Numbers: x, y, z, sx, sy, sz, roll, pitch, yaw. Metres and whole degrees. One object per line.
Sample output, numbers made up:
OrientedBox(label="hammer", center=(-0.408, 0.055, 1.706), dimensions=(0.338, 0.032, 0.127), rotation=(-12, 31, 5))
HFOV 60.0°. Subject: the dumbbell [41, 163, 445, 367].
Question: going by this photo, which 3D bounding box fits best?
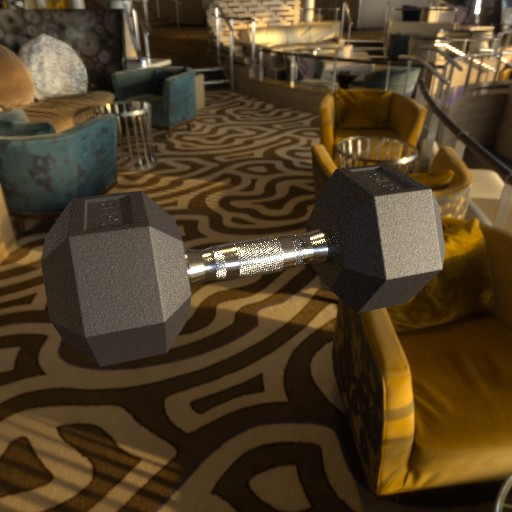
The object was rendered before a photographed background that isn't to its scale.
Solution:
OrientedBox(label="dumbbell", center=(0.000, 0.000, 0.371), dimensions=(0.315, 0.113, 0.129), rotation=(-9, 32, -15))
